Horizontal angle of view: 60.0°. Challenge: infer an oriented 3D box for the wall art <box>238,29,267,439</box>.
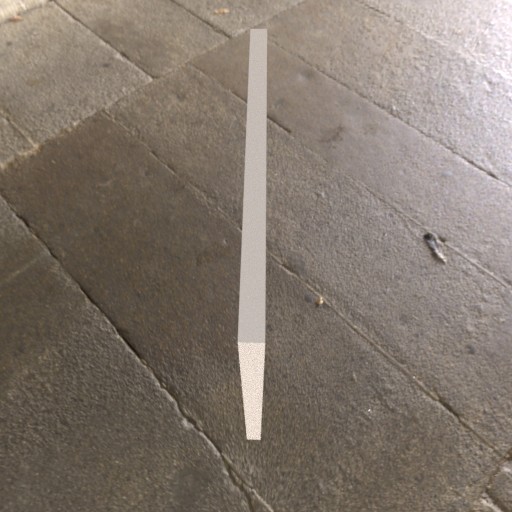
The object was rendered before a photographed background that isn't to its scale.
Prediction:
[{"bbox_3d":[0.000,0.000,0.841,0.028,0.559,0.559,1,58,1],"label":"wall art"}]
